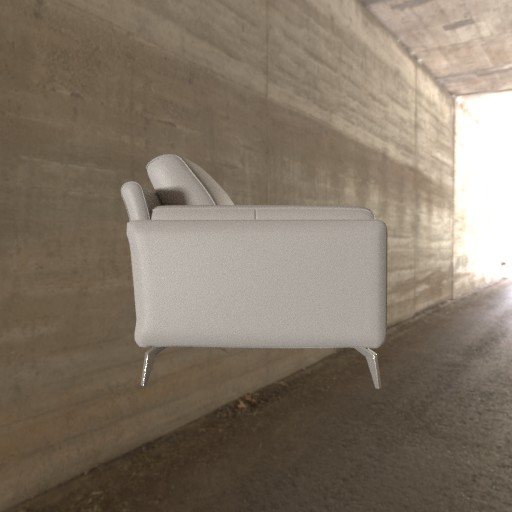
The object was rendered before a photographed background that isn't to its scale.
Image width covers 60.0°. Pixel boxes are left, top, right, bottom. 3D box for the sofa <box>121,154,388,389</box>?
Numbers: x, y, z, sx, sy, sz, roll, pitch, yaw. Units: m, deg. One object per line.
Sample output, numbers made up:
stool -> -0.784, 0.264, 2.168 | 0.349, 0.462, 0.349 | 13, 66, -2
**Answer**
sofa -> 0.000, 0.000, 2.597 | 1.049, 0.930, 2.101 | 0, 1, 1
